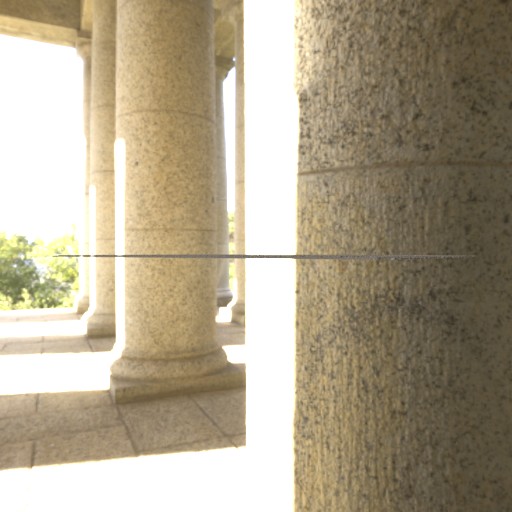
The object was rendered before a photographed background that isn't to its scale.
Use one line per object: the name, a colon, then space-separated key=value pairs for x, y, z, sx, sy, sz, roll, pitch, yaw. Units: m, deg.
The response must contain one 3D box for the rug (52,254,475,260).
rug: x=0.000 y=0.000 z=3.028 sx=2.486 sy=0.013 sz=1.548 roll=0 pitch=0 yaw=36
